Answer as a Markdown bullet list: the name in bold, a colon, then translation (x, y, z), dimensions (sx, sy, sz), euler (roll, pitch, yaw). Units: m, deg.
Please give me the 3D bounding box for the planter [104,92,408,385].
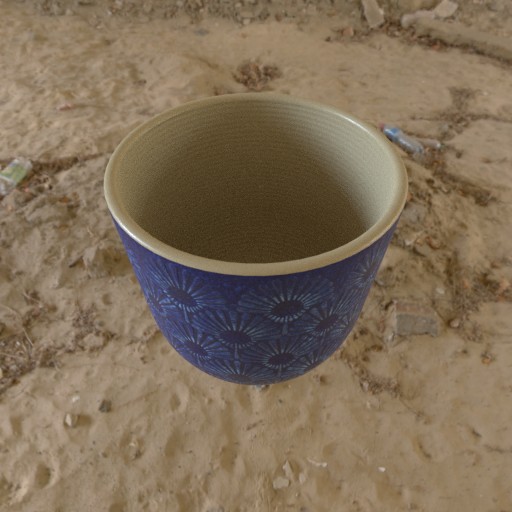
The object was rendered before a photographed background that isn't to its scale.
- **planter**: translation (0.000, 0.000, 0.375), dimensions (0.206, 0.190, 0.206), euler (0, 46, 0)
